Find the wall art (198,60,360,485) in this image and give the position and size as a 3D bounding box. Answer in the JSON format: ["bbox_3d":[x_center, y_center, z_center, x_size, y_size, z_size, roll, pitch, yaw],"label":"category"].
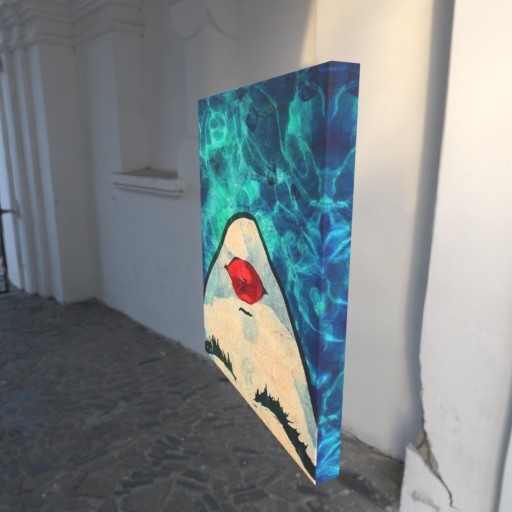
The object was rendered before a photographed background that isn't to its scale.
[{"bbox_3d":[0.000,0.000,0.707,0.038,0.508,0.432,-6,15,-25],"label":"wall art"}]
